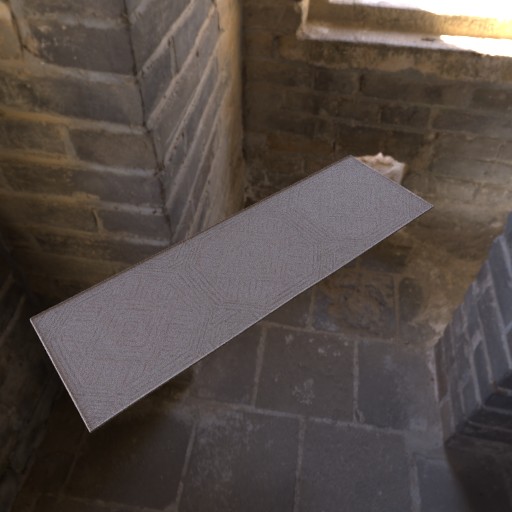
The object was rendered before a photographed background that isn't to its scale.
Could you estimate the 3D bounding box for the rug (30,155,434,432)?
[{"bbox_3d":[0.000,0.000,2.665,2.452,0.012,0.775,-30,53,-25],"label":"rug"}]
